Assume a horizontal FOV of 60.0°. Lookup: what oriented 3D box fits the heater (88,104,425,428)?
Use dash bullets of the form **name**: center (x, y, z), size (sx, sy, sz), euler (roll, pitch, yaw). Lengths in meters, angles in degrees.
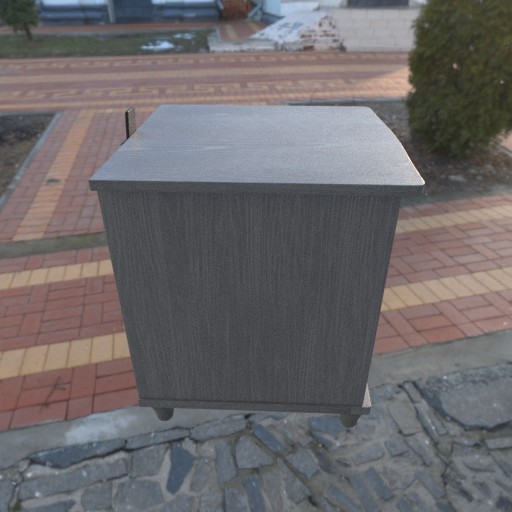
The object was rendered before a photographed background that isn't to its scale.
- **heater**: center (0.000, 0.000, 0.747), size (0.400, 0.481, 0.362), euler (1, 32, 2)
